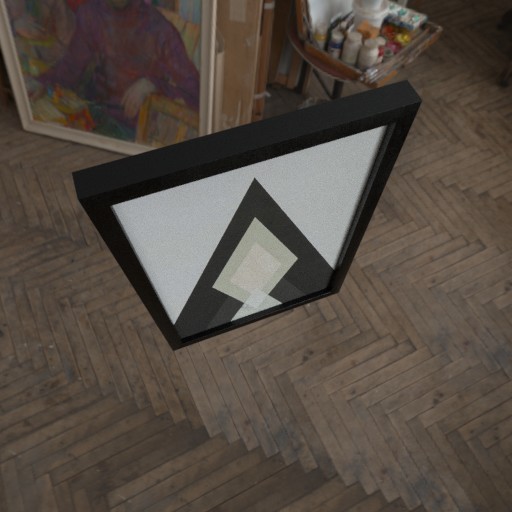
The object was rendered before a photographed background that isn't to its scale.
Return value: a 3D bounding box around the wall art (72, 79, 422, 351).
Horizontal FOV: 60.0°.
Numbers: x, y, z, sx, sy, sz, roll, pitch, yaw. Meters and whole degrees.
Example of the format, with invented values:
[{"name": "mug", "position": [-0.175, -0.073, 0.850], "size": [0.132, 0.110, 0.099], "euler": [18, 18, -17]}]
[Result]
[{"name": "wall art", "position": [0.000, 0.000, 0.587], "size": [0.313, 0.457, 0.031], "euler": [-18, 64, -9]}]
